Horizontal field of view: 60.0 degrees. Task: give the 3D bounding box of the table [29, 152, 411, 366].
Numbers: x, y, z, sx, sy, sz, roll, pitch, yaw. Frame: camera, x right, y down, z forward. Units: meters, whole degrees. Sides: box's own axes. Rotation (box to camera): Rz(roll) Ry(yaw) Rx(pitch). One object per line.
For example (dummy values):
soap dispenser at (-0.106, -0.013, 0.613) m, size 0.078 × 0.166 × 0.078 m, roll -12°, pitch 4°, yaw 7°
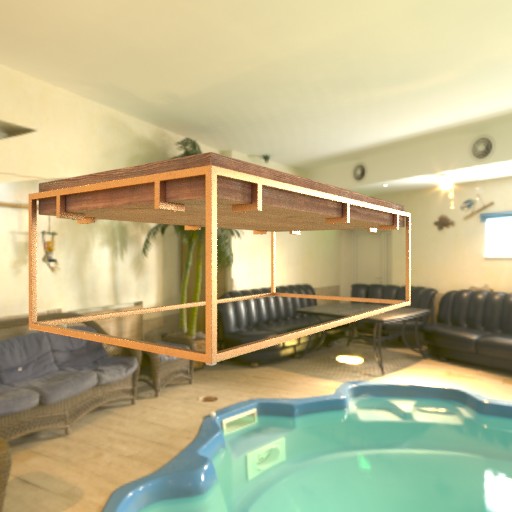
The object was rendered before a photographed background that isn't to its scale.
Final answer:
table at (0.000, 0.000, 1.737) m, size 0.775 × 0.468 × 1.387 m, roll 0°, pitch 0°, yaw 36°
